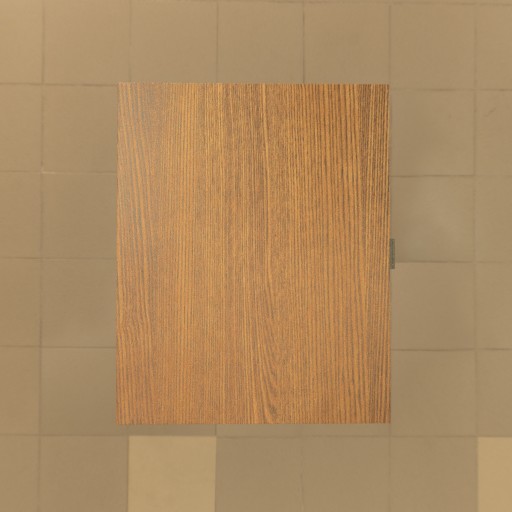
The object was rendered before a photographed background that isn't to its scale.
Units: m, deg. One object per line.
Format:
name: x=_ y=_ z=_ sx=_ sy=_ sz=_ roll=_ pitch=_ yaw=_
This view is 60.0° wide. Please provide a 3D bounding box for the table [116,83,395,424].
table: x=0.000 y=0.000 z=0.931 sx=0.400 sy=0.610 sz=0.482 roll=0 pitch=89 yaw=-1
